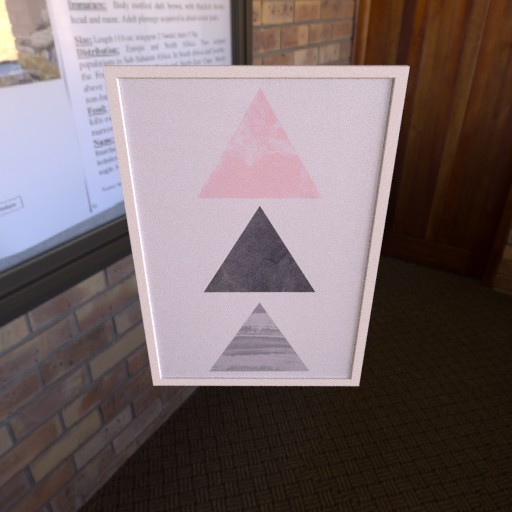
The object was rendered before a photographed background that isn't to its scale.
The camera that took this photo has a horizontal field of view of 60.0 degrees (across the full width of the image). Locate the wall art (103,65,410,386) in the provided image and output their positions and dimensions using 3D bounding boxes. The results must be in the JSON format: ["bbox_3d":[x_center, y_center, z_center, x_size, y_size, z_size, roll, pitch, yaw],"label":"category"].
[{"bbox_3d":[0.000,0.000,0.826,0.456,0.656,0.013,0,30,0],"label":"wall art"}]
